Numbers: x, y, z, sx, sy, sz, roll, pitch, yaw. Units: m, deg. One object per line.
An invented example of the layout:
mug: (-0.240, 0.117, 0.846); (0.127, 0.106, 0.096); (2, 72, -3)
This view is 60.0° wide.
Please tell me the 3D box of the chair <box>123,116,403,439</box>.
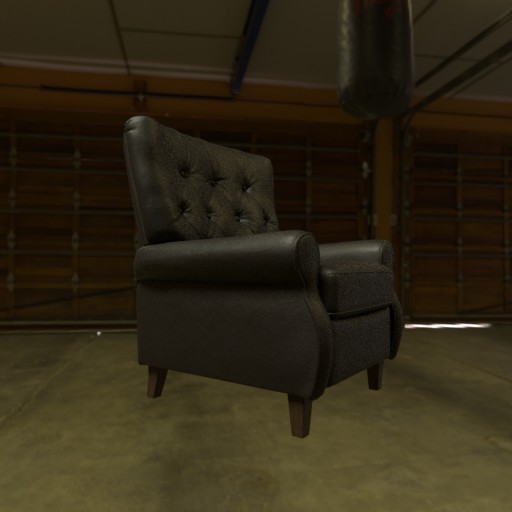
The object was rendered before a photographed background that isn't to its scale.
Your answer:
chair: (0.000, 0.000, 1.927); (1.058, 1.158, 0.948); (-1, -1, 36)
